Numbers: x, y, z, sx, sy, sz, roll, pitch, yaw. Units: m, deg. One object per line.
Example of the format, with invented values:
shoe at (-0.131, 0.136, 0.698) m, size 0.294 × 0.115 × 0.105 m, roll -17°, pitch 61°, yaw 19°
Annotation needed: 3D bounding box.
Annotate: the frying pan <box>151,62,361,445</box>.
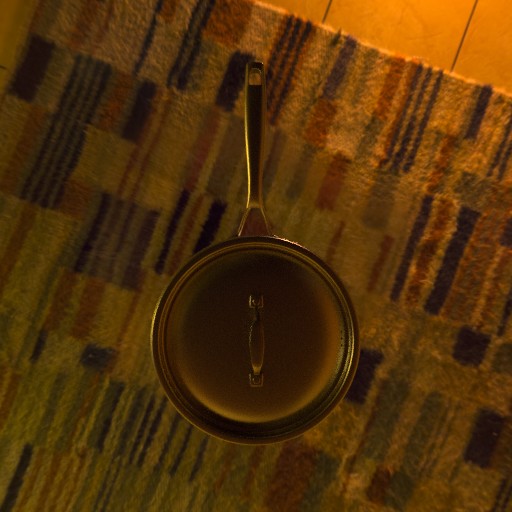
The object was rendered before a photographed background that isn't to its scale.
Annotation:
frying pan at (0.000, 0.000, 0.585) m, size 0.272 × 0.086 × 0.490 m, roll 0°, pitch 89°, yaw -1°
